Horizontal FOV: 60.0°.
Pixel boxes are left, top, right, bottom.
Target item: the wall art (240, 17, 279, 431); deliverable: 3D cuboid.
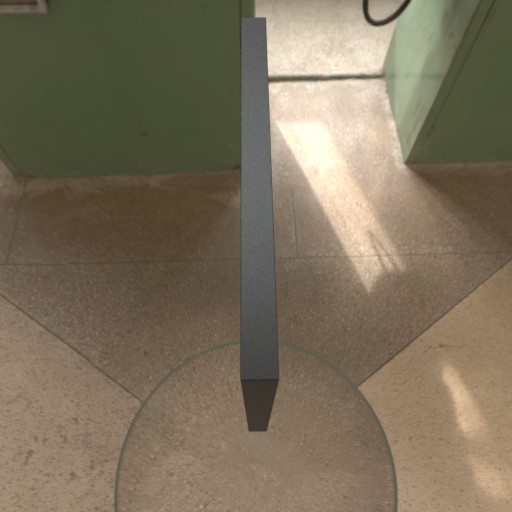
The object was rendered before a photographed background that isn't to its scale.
[{"bbox_3d":[0.000,0.000,0.745,0.036,0.508,0.508,-1,63,0],"label":"wall art"}]
